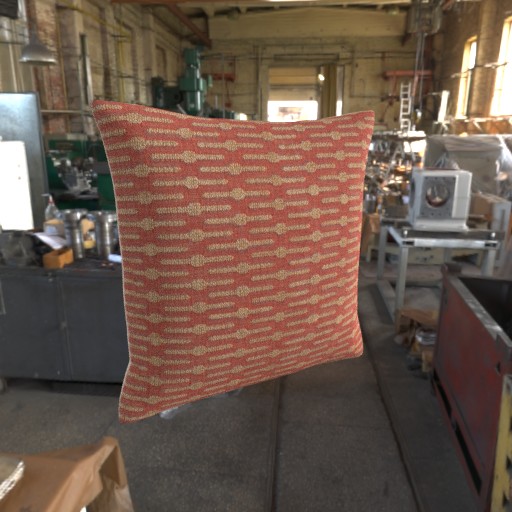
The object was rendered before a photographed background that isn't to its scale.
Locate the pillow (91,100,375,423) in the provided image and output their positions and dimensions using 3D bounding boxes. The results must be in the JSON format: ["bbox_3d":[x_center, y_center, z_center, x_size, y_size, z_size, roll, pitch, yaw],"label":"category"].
[{"bbox_3d":[0.000,0.000,0.780,0.511,0.503,0.182,-8,17,-27],"label":"pillow"}]
